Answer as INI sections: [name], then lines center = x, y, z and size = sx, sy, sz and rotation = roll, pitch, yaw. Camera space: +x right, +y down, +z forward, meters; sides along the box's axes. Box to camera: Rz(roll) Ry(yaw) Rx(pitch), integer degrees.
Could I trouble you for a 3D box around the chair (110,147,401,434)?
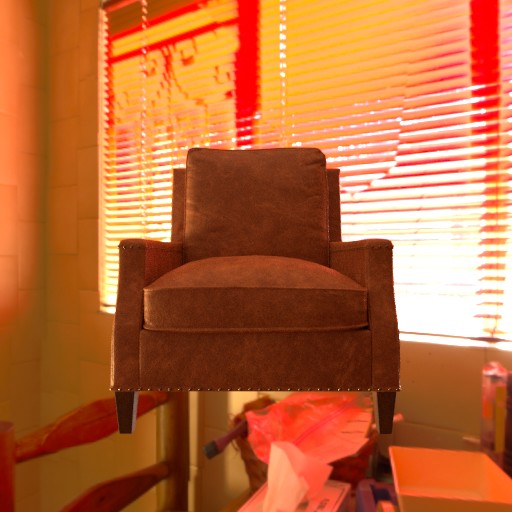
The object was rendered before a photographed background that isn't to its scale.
[chair]
center = 0.000, 0.000, 1.771
size = 0.854, 1.054, 1.035
rotation = 0, -1, 0
